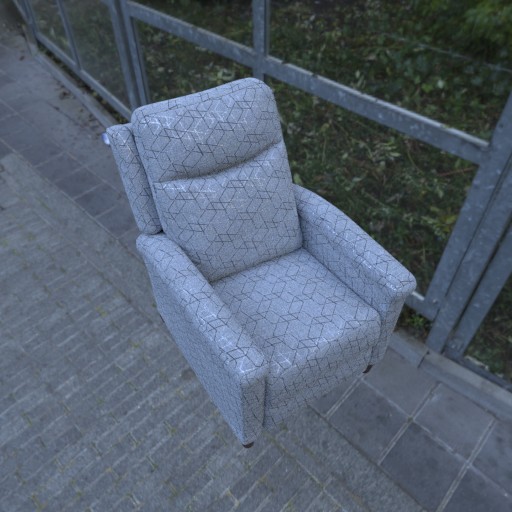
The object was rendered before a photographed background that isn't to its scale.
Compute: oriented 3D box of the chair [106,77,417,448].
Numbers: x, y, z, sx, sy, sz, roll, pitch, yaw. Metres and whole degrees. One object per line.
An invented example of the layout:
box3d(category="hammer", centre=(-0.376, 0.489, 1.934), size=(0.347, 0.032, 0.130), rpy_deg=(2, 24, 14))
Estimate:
box3d(category="chair", centre=(0.000, 0.000, 1.744), size=(0.753, 1.048, 0.987), rpy_deg=(-24, 51, -22))
